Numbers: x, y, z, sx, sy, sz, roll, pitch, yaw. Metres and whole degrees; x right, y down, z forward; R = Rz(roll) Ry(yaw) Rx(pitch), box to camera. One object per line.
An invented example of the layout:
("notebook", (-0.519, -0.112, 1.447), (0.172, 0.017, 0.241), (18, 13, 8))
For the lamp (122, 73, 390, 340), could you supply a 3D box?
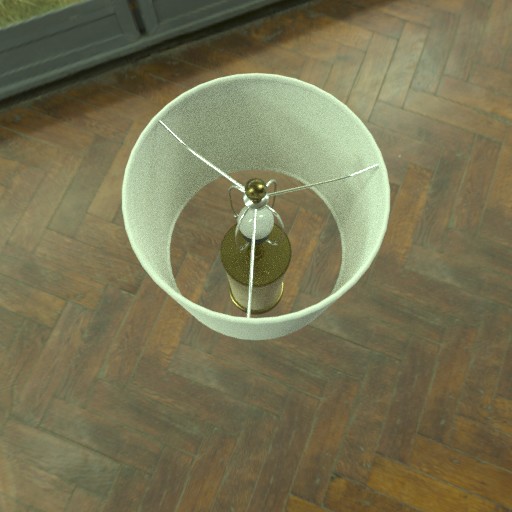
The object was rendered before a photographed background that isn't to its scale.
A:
("lamp", (0.000, 0.000, 0.798), (0.305, 0.634, 0.305), (35, 78, 8))
